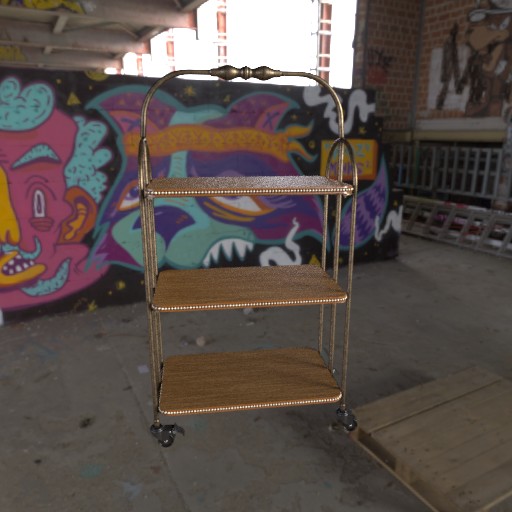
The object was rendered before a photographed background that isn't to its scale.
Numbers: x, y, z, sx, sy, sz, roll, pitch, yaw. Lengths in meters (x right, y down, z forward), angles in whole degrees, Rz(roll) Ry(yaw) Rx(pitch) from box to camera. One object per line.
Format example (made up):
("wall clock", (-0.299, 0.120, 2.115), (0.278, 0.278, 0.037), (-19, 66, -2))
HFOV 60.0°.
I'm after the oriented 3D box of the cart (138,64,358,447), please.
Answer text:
("cart", (0.000, 0.000, 1.317), (0.650, 1.052, 0.330), (-2, 15, -8))
